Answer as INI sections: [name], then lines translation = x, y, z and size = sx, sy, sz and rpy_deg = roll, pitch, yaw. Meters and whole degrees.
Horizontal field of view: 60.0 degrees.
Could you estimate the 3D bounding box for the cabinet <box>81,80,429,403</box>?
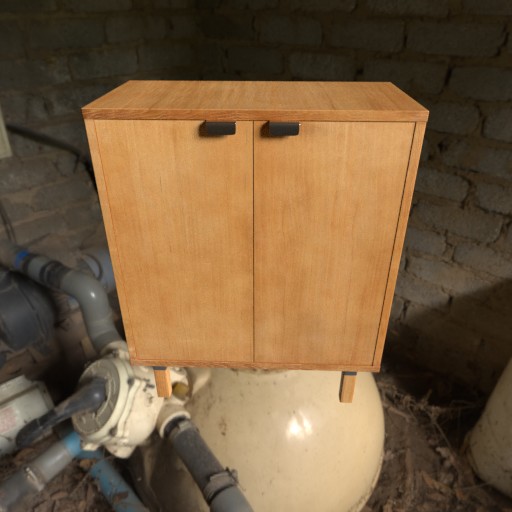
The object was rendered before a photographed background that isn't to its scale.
[cabinet]
translation = 0.000, 0.000, 1.434
size = 0.800, 1.001, 0.419
rpy_deg = 1, 30, 2
